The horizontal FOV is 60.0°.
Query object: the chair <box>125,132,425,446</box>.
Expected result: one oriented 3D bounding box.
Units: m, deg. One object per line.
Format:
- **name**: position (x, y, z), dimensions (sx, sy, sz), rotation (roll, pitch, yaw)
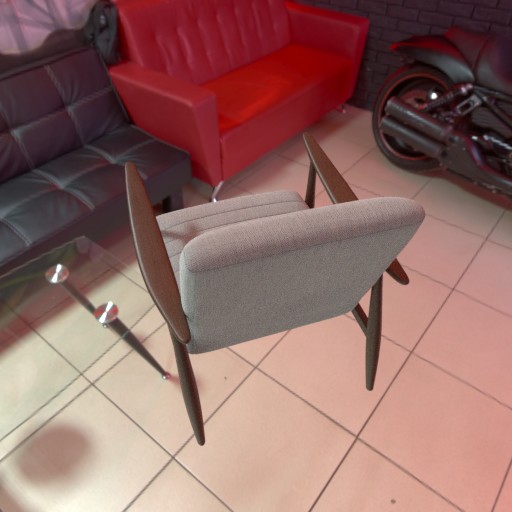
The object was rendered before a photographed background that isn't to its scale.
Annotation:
- **chair**: position (0.000, 0.000, 1.461), dimensions (0.741, 0.832, 0.798), rotation (-13, 45, -13)
